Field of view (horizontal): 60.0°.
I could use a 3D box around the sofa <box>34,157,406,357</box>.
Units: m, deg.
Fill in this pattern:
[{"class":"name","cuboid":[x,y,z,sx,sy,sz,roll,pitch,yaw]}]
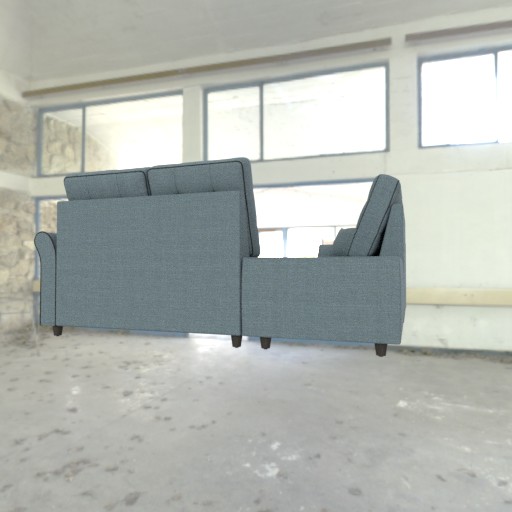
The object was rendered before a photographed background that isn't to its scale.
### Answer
[{"class":"sofa","cuboid":[0.000,0.000,3.260,2.070,0.988,2.068,-1,-2,19]}]
